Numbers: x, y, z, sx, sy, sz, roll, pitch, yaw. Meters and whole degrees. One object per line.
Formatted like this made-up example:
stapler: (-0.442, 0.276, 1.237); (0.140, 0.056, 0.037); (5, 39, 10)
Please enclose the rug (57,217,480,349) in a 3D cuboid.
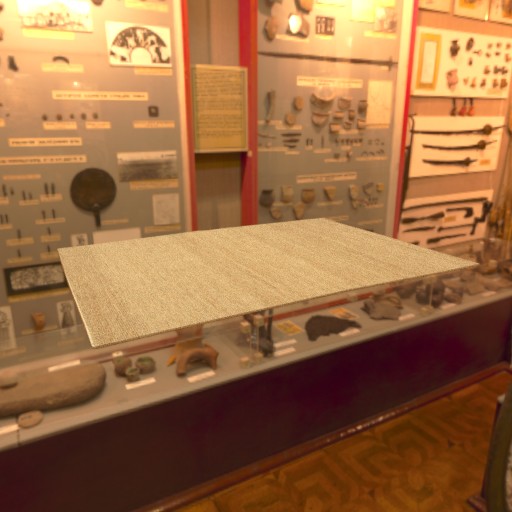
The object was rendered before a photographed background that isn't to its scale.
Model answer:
rug: (0.000, 0.000, 2.895); (2.283, 0.030, 1.596); (-9, 19, -26)
